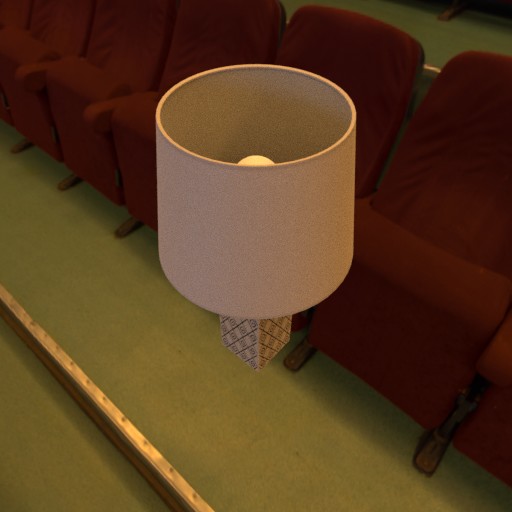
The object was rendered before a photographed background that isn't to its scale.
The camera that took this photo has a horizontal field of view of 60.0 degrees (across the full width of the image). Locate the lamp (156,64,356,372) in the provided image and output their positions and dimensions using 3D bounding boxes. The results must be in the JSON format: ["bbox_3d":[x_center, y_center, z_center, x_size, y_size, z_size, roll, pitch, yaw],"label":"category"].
[{"bbox_3d":[0.000,0.000,0.602,0.251,0.435,0.251,0,47,0],"label":"lamp"}]
